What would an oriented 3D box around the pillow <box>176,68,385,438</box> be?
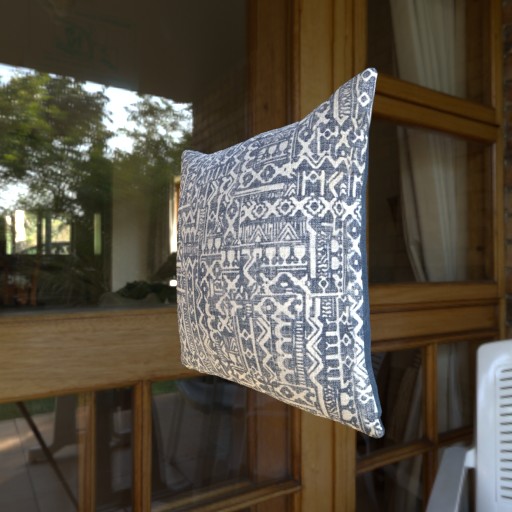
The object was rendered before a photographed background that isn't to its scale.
[{"bbox_3d":[0.000,0.000,0.783,0.180,0.487,0.546,1,-1,-36],"label":"pillow"}]
